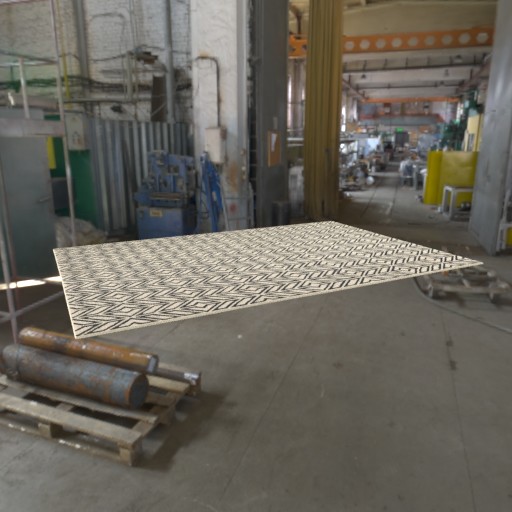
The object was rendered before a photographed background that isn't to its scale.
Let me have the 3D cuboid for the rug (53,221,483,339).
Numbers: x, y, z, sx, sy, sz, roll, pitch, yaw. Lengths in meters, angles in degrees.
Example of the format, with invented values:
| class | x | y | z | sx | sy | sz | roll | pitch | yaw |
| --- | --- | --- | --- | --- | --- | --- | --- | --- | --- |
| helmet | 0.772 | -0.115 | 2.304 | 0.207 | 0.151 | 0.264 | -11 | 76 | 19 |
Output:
| class | x | y | z | sx | sy | sz | roll | pitch | yaw |
| --- | --- | --- | --- | --- | --- | --- | --- | --- | --- |
| rug | 0.000 | 0.000 | 2.253 | 1.828 | 0.007 | 1.220 | -7 | 17 | -26 |
